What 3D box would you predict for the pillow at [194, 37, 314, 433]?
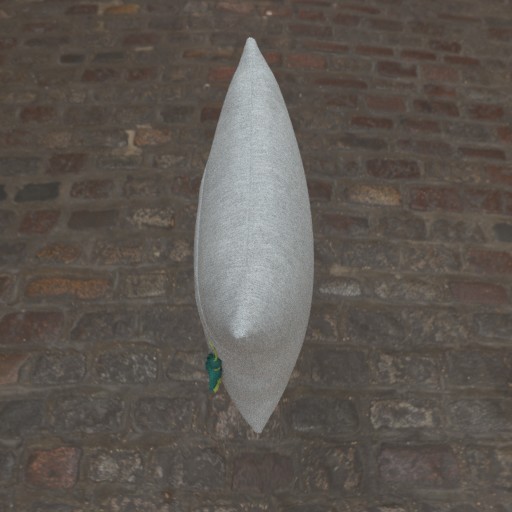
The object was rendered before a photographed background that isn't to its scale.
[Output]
[{"bbox_3d":[0.000,0.000,0.673,0.173,0.436,0.433,1,58,0],"label":"pillow"}]
